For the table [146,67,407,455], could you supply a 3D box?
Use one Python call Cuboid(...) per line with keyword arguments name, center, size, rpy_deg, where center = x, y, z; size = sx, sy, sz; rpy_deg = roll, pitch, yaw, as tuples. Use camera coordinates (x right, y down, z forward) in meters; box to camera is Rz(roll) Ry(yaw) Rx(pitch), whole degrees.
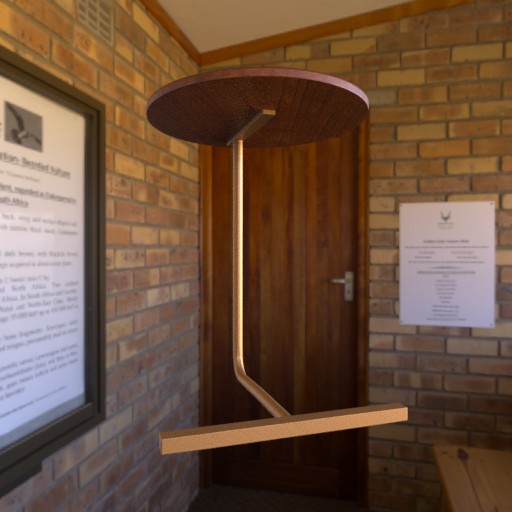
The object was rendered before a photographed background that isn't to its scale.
Cuboid(name="table", center=(0.000, 0.000, 1.109), size=(0.530, 0.706, 0.577), rpy_deg=(0, 1, -18))
